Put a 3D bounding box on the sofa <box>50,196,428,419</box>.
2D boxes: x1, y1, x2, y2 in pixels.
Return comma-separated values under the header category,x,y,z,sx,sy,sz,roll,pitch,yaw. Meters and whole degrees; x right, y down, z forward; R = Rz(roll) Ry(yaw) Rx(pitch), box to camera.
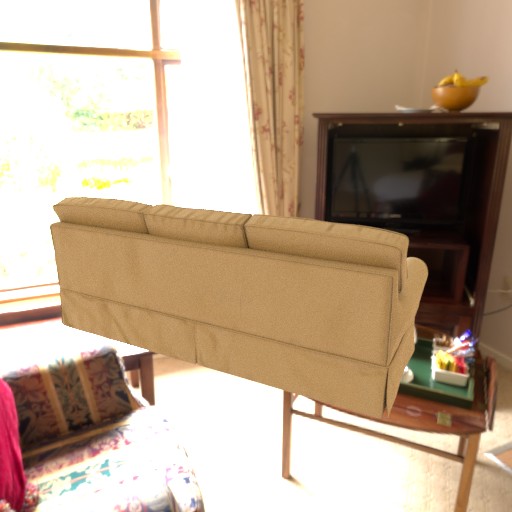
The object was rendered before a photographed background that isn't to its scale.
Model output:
category,x,y,z,sx,sy,sz,roll,pitch,yaw
sofa,0.000,0.000,3.383,2.475,0.978,1.733,9,19,26
